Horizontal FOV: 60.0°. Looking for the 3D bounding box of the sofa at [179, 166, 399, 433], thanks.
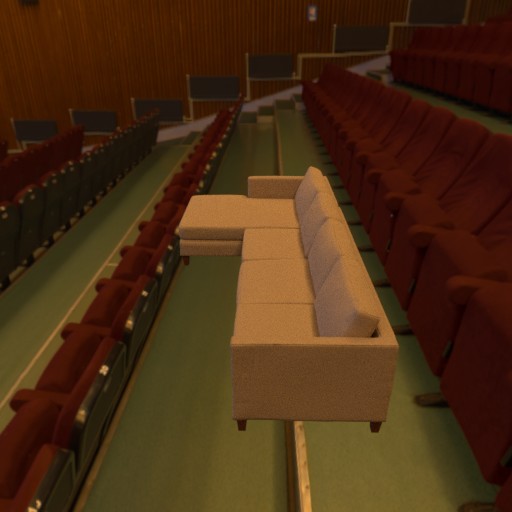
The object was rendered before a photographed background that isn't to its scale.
[{"bbox_3d":[0.000,0.000,3.939,1.625,0.846,3.186,0,27,1],"label":"sofa"}]
